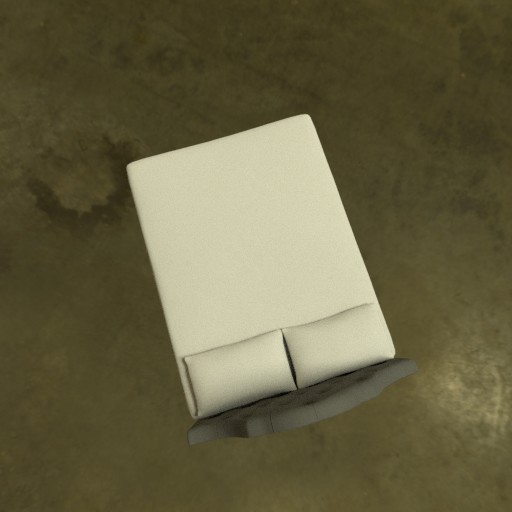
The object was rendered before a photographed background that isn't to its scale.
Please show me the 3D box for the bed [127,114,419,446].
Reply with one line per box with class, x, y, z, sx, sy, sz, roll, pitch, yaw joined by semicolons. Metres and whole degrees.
bed;0.000;0.000;3.231;1.636;1.575;2.155;-17;79;-3
